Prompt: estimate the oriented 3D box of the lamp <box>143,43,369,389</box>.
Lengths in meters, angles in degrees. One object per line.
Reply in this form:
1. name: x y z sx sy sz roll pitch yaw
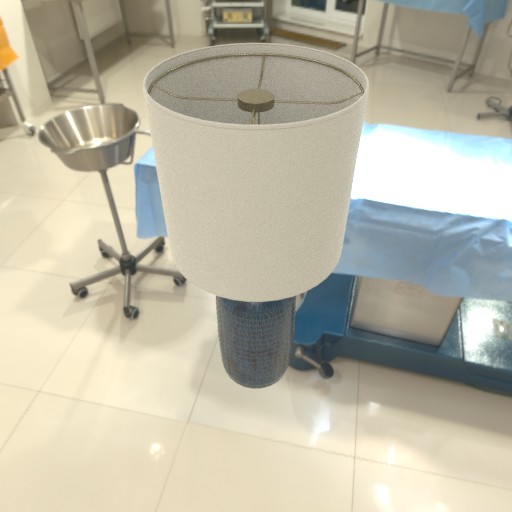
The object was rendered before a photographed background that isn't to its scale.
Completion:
1. lamp: 0.000 0.000 0.596 0.220 0.475 0.220 13 43 14
